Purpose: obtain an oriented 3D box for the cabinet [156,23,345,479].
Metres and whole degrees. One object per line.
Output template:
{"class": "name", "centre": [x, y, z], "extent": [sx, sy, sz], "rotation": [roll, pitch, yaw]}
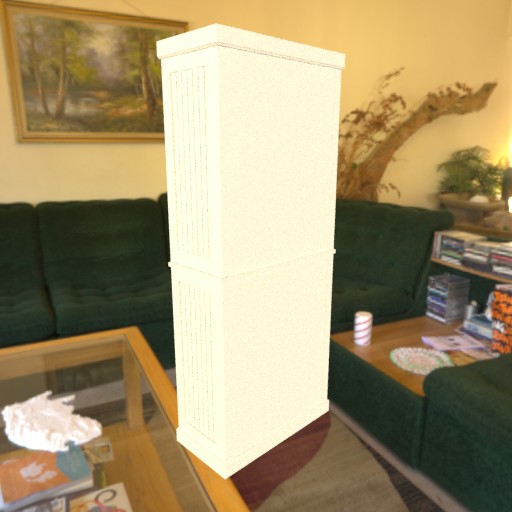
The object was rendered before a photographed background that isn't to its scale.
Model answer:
{"class": "cabinet", "centre": [0.000, 0.000, 2.116], "extent": [0.754, 1.829, 0.390], "rotation": [-13, 19, -42]}
